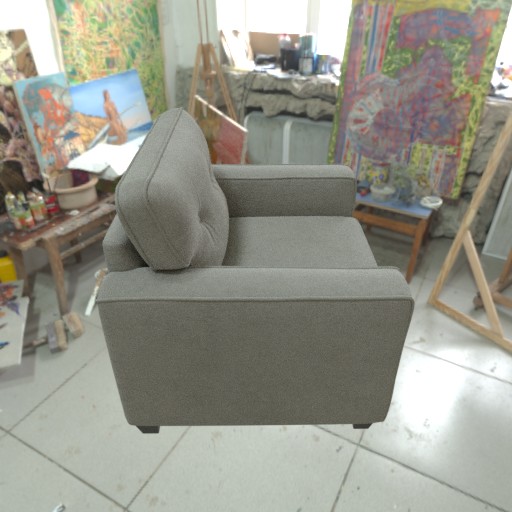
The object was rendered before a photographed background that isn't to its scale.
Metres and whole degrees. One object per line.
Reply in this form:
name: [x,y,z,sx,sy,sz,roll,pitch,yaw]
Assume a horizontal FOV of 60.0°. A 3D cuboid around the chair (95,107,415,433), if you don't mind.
chair: [0.000,0.000,1.751,0.939,0.965,1.015,0,34,-1]
